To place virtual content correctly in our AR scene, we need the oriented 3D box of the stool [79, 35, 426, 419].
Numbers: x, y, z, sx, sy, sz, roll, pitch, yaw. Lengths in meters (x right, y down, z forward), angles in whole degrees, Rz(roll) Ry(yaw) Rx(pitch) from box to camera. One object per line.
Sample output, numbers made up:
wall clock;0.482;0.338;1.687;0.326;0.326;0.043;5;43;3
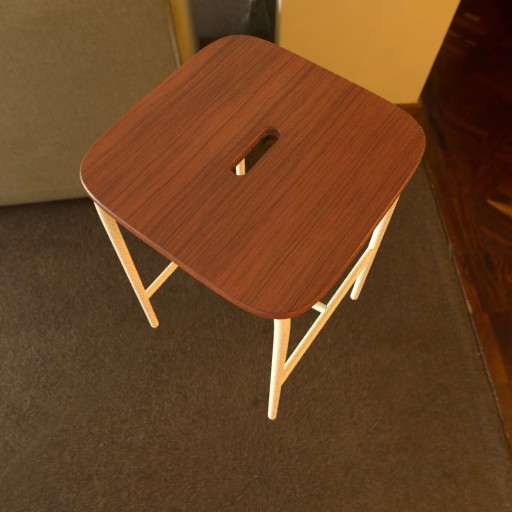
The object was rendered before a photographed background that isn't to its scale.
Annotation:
stool;0.000;0.000;0.840;0.376;0.610;0.376;34;68;15
